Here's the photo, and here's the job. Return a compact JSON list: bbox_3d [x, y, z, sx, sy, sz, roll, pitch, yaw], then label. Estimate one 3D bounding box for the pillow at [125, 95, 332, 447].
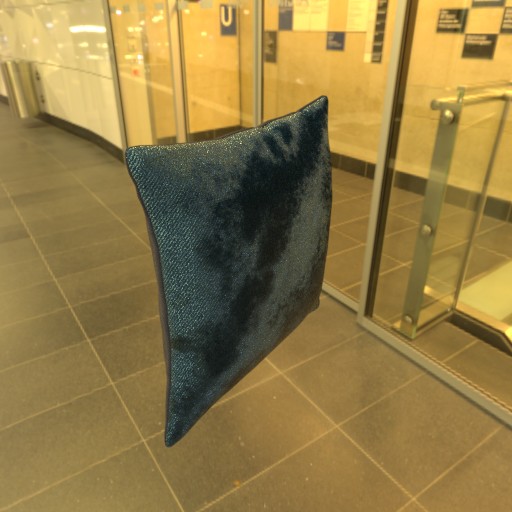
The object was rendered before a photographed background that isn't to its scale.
[{"bbox_3d":[0.000,0.000,0.686,0.138,0.430,0.436,19,33,32],"label":"pillow"}]
